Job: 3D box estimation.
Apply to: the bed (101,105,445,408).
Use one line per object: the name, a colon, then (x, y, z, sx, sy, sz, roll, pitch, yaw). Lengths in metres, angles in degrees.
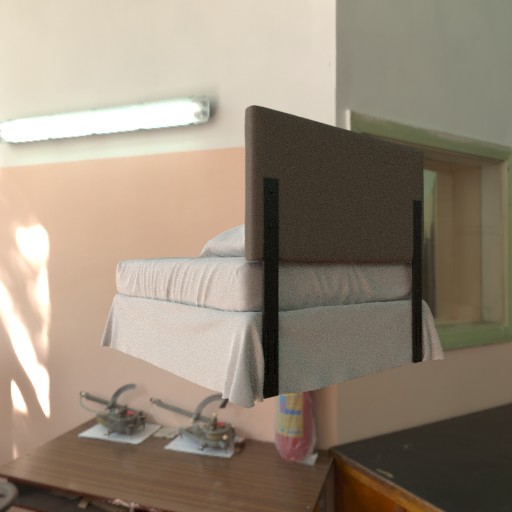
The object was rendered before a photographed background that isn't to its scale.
bed: (0.000, 0.000, 3.634, 1.936, 1.577, 2.222, 1, -1, -38)
